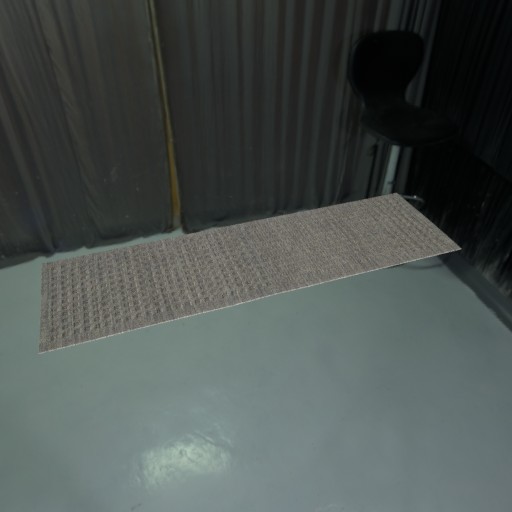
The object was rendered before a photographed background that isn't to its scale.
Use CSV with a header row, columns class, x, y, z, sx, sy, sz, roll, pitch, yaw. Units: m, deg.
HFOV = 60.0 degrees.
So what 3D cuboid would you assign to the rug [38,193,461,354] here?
class,x,y,z,sx,sy,sz,roll,pitch,yaw
rug,0.000,0.000,2.682,2.443,0.009,0.706,-12,41,-15
